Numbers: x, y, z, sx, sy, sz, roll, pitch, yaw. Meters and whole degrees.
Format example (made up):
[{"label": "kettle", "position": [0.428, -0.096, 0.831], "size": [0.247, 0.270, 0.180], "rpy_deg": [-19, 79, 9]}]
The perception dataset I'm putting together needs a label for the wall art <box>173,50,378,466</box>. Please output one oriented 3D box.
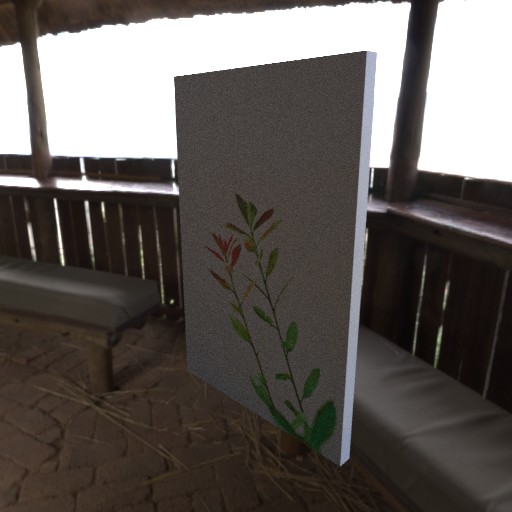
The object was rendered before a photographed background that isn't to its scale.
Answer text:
[{"label": "wall art", "position": [0.000, 0.000, 1.154], "size": [0.039, 0.915, 0.612], "rpy_deg": [-15, 22, -42]}]
